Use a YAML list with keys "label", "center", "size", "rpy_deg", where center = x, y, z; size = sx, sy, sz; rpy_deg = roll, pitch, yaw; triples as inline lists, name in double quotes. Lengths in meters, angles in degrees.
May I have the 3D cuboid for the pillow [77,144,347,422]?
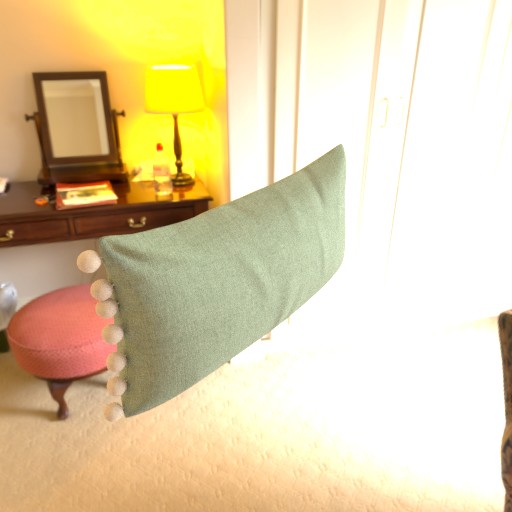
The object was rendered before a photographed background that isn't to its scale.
- label: "pillow"
  center: [0.000, 0.000, 0.851]
  size: [0.201, 0.322, 0.709]
  rpy_deg: [19, 31, 33]
